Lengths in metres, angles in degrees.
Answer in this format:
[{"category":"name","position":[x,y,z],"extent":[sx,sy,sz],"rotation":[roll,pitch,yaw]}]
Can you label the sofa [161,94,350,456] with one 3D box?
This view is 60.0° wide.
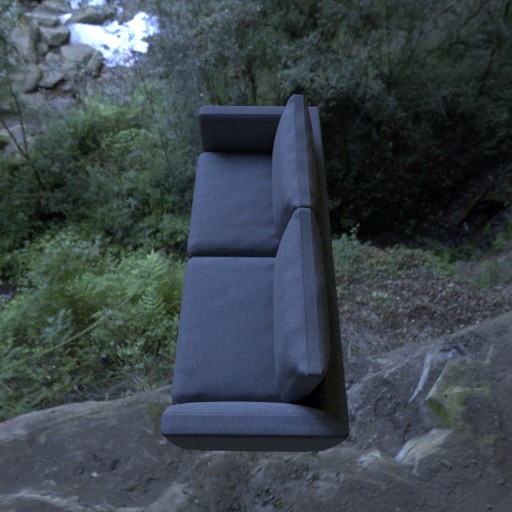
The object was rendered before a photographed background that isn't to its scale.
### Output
[{"category":"sofa","position":[0.000,0.000,2.753],"extent":[0.869,1.002,2.212],"rotation":[1,58,0]}]
